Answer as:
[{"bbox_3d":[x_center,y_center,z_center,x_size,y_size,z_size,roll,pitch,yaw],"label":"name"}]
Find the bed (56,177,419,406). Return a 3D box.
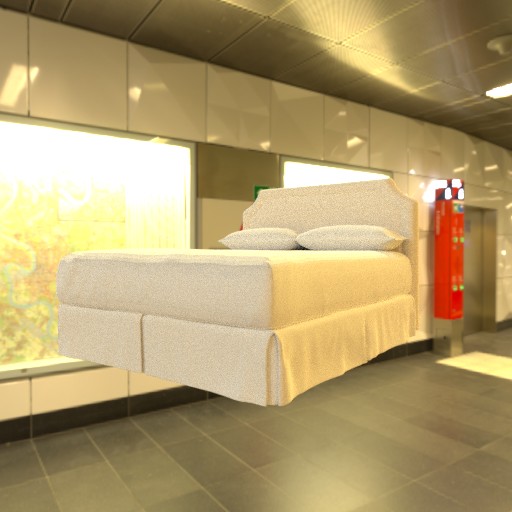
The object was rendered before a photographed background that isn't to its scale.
[{"bbox_3d":[0.000,0.000,3.843,2.134,1.524,2.548,1,1,36],"label":"bed"}]
